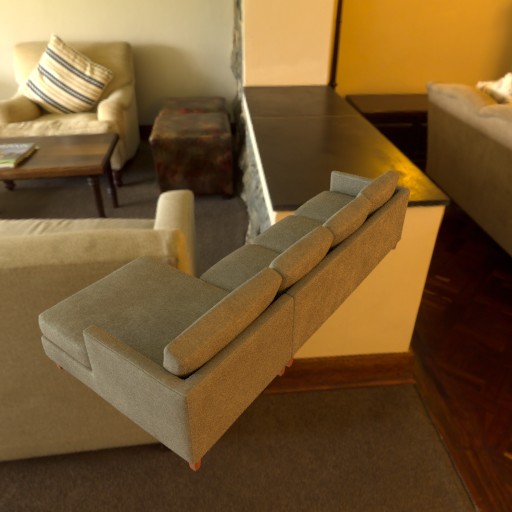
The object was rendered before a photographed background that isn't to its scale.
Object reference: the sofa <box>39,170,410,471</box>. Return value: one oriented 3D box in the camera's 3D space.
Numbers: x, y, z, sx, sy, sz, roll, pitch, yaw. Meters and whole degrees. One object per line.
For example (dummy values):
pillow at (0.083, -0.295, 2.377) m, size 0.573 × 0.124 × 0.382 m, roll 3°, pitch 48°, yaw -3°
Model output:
sofa at (0.000, 0.000, 4.051) m, size 1.604 × 0.950 × 3.471 m, roll 21°, pitch 38°, yaw 30°
